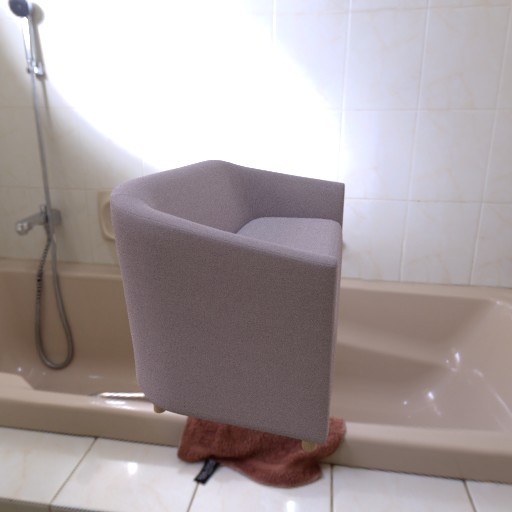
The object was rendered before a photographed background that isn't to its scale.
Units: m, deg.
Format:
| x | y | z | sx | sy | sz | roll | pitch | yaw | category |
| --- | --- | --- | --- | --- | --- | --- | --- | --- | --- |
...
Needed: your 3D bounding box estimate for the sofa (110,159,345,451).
| x | y | z | sx | sy | sz | roll | pitch | yaw | category |
| --- | --- | --- | --- | --- | --- | --- | --- | --- | --- |
| 0.000 | 0.000 | 1.854 | 0.705 | 0.721 | 1.452 | 3 | 17 | 11 | sofa |
